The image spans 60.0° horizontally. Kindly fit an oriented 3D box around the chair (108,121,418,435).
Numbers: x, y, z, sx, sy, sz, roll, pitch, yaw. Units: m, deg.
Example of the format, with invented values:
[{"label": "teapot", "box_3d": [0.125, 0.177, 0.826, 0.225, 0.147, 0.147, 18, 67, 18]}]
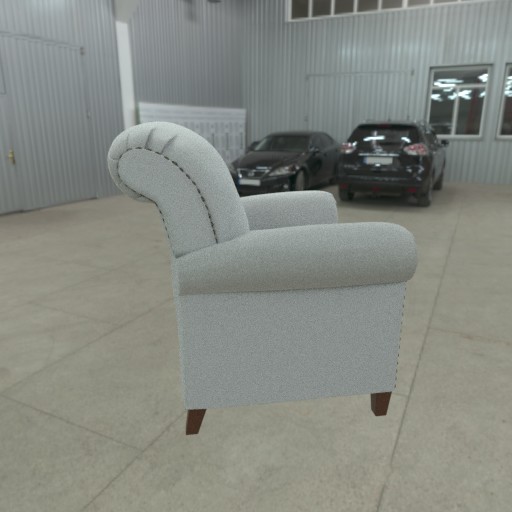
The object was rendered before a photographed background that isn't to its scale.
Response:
[{"label": "chair", "box_3d": [0.000, 0.000, 1.599, 0.890, 0.927, 0.854, -3, 17, -9]}]
